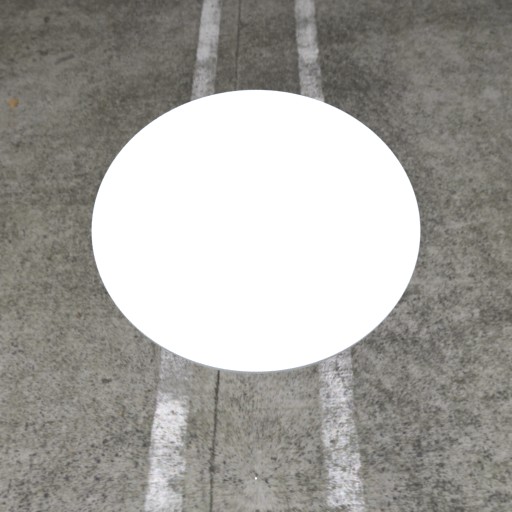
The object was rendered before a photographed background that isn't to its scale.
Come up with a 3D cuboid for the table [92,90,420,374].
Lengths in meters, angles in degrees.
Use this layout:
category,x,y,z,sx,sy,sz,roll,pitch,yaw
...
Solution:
category,x,y,z,sx,sy,sz,roll,pitch,yaw
table,0.000,0.000,0.997,0.600,0.400,0.600,0,63,0
